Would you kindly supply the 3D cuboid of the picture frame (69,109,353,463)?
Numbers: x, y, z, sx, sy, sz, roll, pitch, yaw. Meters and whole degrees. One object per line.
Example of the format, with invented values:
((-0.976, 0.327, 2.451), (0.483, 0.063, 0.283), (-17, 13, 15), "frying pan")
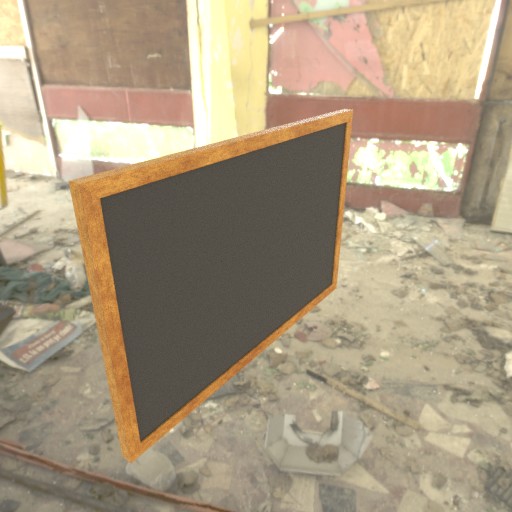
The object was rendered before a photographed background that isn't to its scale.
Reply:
((0.000, 0.000, 1.148), (0.029, 0.621, 0.922), (19, 32, 33), "picture frame")
